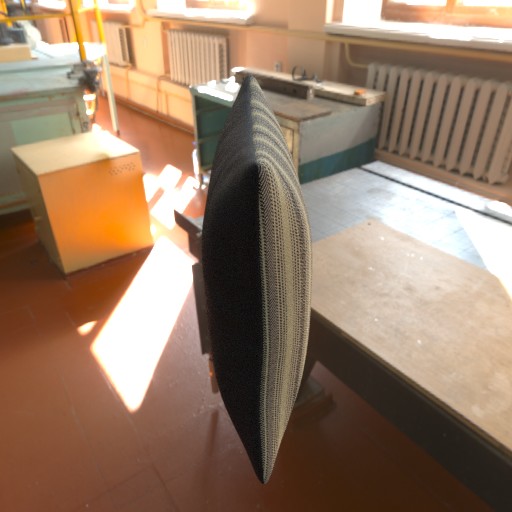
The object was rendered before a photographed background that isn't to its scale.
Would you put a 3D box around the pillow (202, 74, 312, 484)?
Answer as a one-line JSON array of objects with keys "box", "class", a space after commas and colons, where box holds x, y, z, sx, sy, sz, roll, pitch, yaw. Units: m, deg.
[{"box": [0.000, 0.000, 0.765, 0.166, 0.508, 0.520, -1, 31, -1], "class": "pillow"}]
